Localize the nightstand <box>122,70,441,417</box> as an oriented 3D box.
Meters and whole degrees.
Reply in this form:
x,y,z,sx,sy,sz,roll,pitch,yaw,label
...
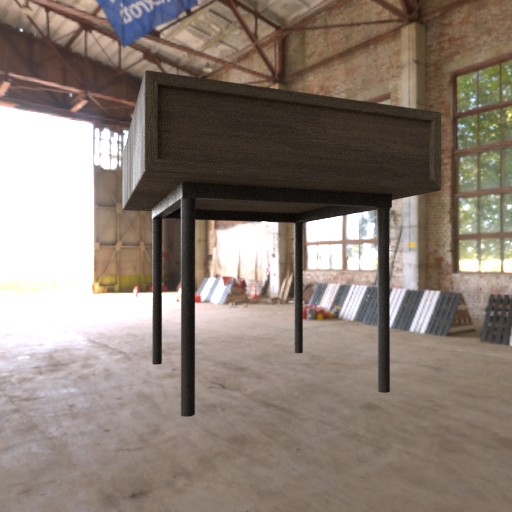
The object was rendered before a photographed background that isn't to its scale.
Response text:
x,y,z,sx,sy,sz,roll,pitch,yaw,label
0.000,0.000,0.916,0.502,0.497,0.503,0,-1,-20,nightstand
